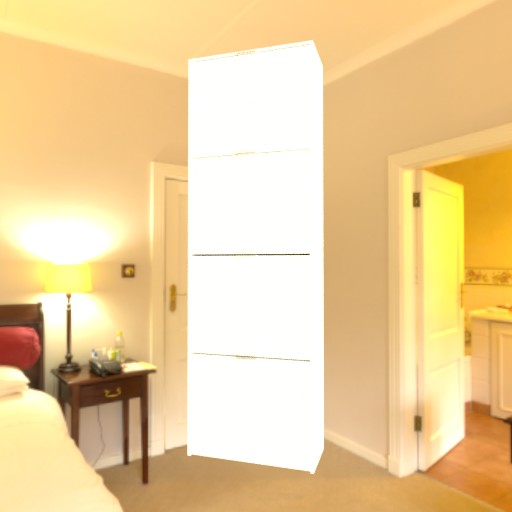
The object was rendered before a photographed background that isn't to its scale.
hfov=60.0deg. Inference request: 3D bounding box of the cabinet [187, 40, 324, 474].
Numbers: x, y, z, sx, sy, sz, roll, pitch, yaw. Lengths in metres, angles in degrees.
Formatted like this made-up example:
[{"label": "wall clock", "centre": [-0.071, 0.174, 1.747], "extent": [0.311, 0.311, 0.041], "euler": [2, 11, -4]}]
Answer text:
[{"label": "cabinet", "centre": [0.000, 0.000, 1.846], "extent": [0.520, 1.630, 0.255], "euler": [0, -1, 18]}]
